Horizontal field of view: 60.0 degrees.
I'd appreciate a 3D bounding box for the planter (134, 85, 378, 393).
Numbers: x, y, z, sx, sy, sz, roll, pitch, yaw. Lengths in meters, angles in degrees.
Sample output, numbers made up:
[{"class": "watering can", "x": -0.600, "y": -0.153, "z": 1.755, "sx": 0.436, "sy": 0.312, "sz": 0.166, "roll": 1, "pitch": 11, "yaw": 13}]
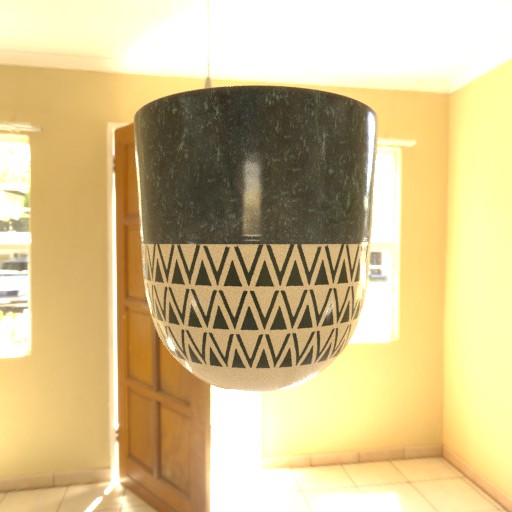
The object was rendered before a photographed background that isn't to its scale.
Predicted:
[{"class": "planter", "x": 0.000, "y": 0.000, "z": 0.369, "sx": 0.195, "sy": 0.214, "sz": 0.195, "roll": 0, "pitch": 2, "yaw": 0}]
